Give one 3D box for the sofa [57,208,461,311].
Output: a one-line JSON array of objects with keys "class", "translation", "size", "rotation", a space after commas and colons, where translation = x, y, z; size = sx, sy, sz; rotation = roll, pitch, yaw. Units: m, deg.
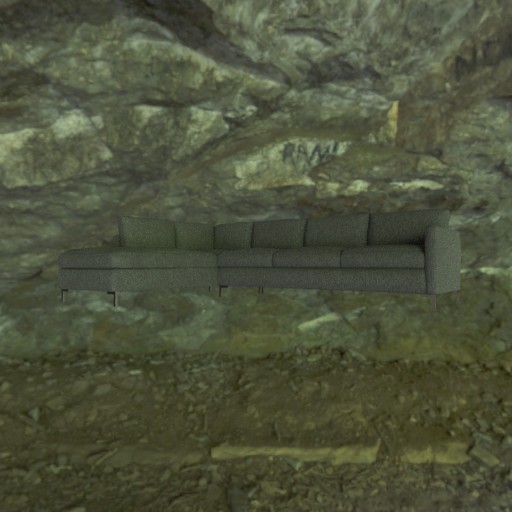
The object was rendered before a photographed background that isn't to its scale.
[{"class": "sofa", "translation": [0.000, 0.000, 3.857], "size": [2.949, 0.815, 2.007], "rotation": [-1, -1, 36]}]
